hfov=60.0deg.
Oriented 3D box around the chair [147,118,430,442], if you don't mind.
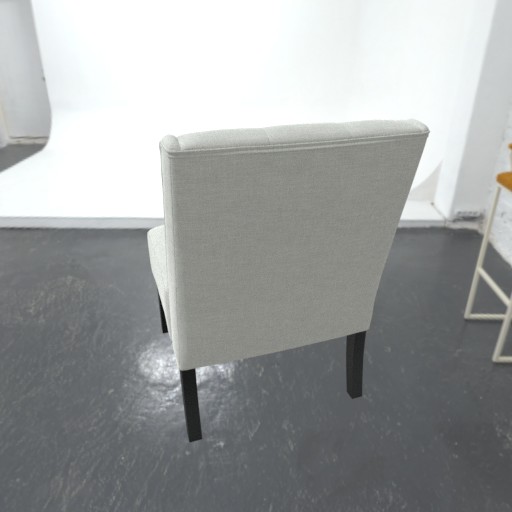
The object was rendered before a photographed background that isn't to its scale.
[{"bbox_3d":[0.000,0.000,1.307,0.569,0.853,0.676,-9,28,-17],"label":"chair"}]
